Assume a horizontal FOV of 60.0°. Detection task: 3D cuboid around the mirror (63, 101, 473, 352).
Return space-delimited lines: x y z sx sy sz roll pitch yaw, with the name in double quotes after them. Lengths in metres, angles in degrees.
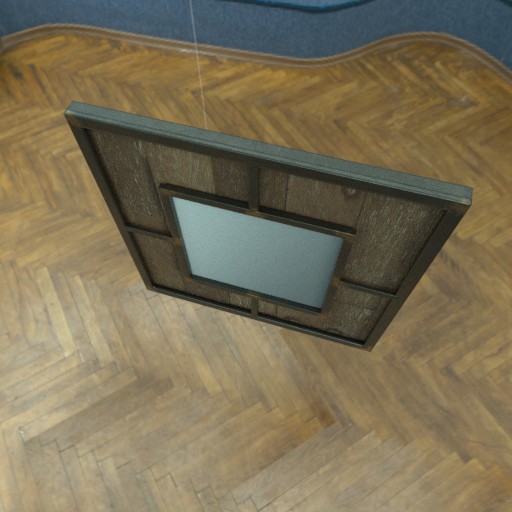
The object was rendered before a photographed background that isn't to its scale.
0.000 0.000 0.565 0.382 0.381 0.020 14 60 8 "mirror"
